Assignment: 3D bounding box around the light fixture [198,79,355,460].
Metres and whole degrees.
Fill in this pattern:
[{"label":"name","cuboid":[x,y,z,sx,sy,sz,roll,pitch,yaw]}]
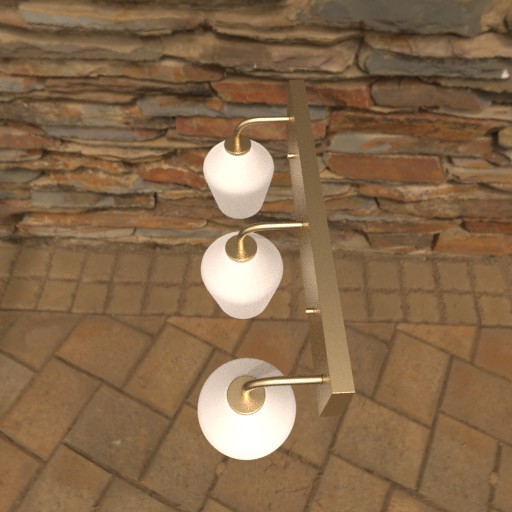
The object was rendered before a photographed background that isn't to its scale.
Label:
[{"label":"light fixture","cuboid":[0.000,0.000,0.736,0.190,0.280,0.609,-2,58,-1]}]
